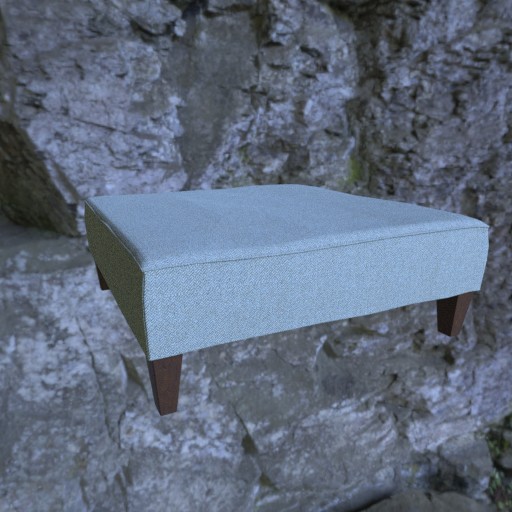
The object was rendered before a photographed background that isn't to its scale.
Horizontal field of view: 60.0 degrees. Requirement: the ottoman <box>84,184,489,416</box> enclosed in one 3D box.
[{"bbox_3d":[0.000,0.000,1.485,0.968,0.379,1.004,-7,17,-25],"label":"ottoman"}]
